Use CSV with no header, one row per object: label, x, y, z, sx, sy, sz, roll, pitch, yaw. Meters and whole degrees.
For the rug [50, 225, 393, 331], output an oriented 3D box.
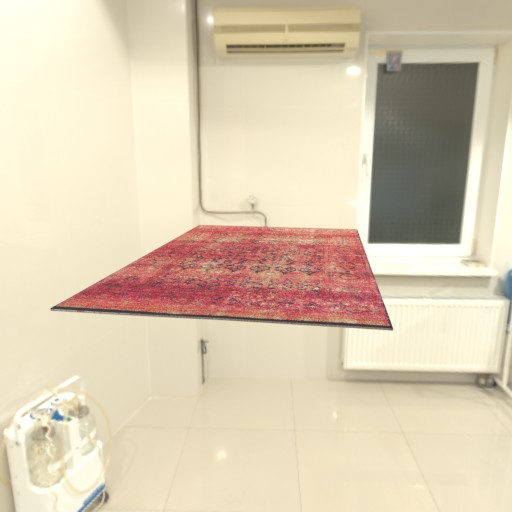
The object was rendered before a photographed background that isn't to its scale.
rug,0.000,0.000,3.109,1.539,0.018,2.449,2,13,9
